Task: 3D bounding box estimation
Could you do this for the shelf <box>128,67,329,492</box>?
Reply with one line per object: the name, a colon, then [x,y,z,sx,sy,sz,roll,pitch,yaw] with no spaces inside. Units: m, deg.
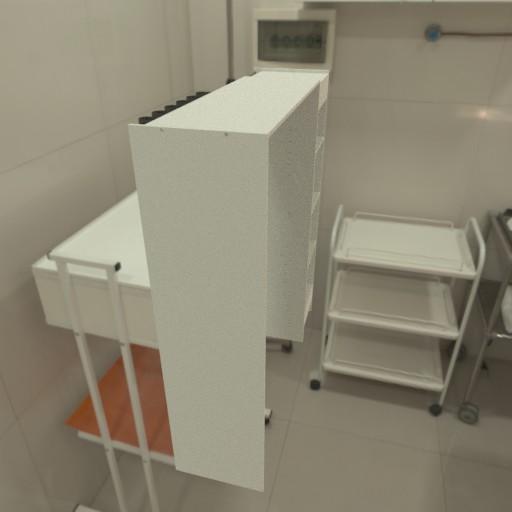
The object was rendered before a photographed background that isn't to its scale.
shelf: [0.000,0.000,2.535,0.500,1.810,1.600,7,30,13]
